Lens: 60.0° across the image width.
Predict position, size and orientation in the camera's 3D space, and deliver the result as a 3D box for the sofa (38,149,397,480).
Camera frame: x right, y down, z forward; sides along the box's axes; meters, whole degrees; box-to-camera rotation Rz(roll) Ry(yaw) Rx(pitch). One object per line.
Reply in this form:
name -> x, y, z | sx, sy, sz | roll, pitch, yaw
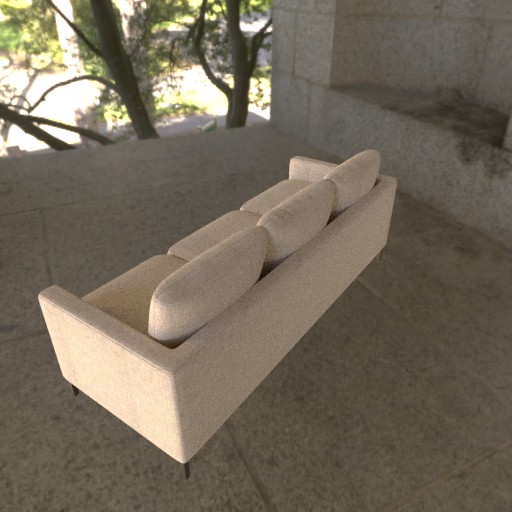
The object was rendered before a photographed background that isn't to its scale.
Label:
sofa -> 0.000, 0.000, 2.631 | 0.859, 0.874, 2.218 | 21, 37, 29
